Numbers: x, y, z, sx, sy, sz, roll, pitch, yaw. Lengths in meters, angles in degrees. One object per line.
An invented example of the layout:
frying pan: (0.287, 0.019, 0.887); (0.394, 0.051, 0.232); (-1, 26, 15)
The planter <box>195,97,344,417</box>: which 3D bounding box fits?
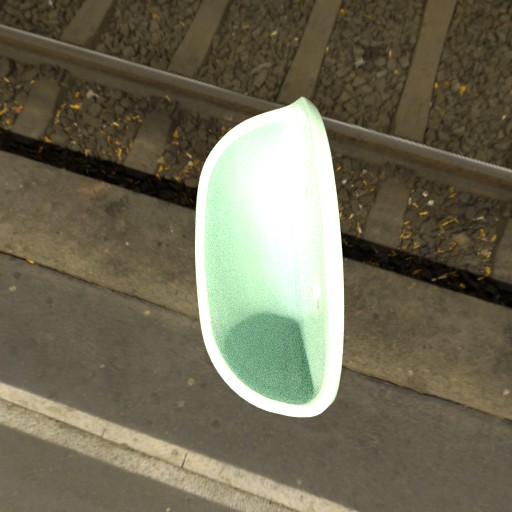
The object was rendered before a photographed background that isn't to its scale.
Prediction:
planter: (0.000, 0.000, 0.272); (0.073, 0.164, 0.189); (-3, 75, -1)
